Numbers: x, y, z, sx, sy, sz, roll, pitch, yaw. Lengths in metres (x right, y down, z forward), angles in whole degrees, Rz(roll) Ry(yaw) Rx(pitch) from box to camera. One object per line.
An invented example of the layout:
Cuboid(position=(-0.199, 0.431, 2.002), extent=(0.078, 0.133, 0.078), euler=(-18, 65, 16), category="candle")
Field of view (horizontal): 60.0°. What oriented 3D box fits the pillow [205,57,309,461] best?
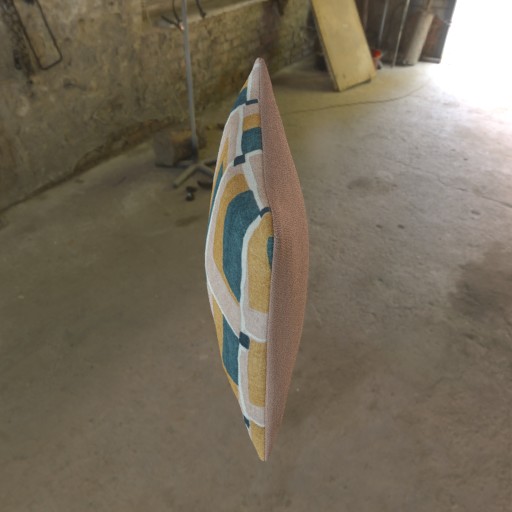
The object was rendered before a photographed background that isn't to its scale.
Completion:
Cuboid(position=(0.000, 0.000, 0.731), extent=(0.158, 0.479, 0.478), euler=(-1, 42, -1), category="pillow")
